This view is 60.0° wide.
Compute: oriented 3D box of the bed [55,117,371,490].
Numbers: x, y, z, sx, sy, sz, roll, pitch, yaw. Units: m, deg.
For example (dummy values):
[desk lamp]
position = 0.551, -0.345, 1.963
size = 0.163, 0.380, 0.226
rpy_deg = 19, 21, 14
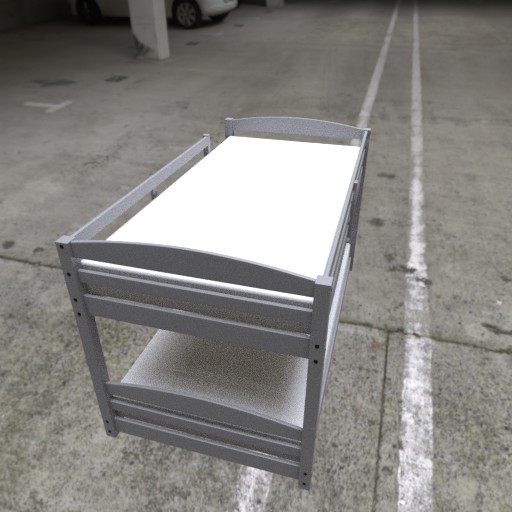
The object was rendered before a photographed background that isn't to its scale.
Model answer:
[bed]
position = 0.000, 0.000, 2.710
size = 1.105, 1.206, 2.013
rpy_deg = 9, 32, 14
